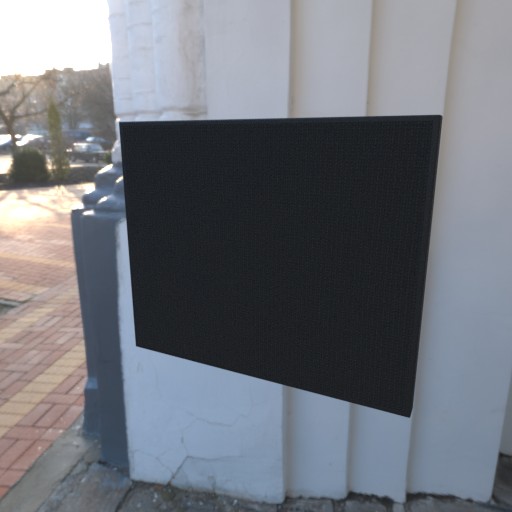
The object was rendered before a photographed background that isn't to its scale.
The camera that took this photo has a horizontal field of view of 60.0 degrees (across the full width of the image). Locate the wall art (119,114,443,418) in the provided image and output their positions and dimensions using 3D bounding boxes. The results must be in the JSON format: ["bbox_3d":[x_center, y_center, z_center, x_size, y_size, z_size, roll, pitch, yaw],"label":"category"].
[{"bbox_3d":[0.000,0.000,0.775,0.559,0.458,0.029,7,16,26],"label":"wall art"}]
